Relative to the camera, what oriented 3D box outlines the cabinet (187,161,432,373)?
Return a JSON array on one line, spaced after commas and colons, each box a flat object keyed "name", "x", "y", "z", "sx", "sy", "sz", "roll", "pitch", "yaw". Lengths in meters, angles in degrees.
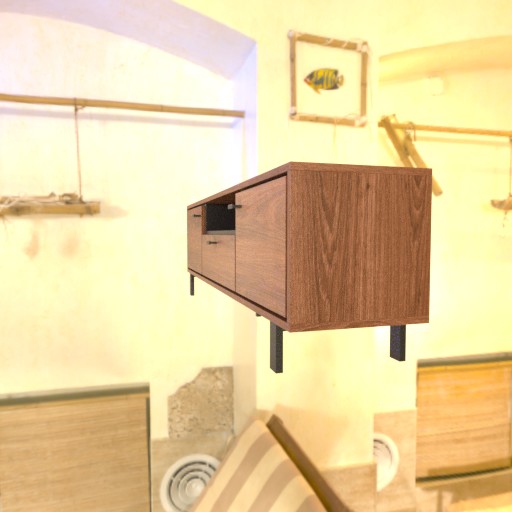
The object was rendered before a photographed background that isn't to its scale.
[{"name": "cabinet", "x": 0.000, "y": 0.000, "z": 1.820, "sx": 0.400, "sy": 0.500, "sz": 1.650, "roll": -1, "pitch": 3, "yaw": -17}]
